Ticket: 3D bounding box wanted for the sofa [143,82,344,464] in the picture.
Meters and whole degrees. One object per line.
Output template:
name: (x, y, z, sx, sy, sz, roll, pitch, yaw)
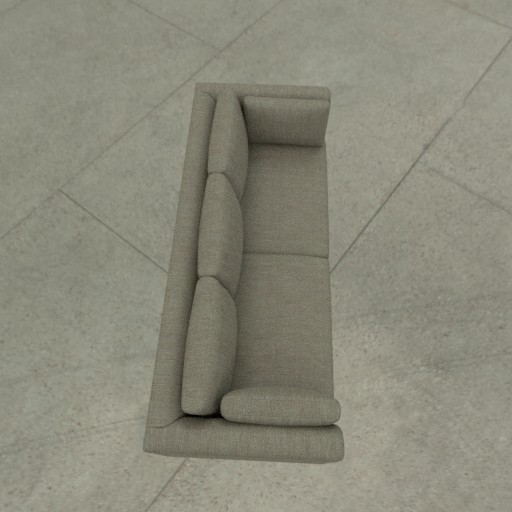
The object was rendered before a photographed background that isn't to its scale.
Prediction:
sofa: (0.000, 0.000, 2.894, 0.969, 0.867, 2.415, 2, 64, 1)
